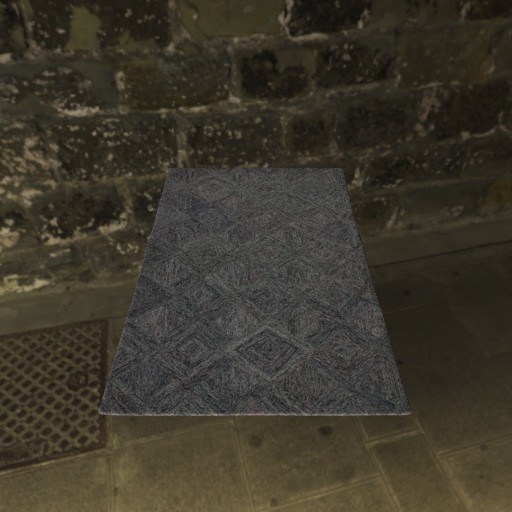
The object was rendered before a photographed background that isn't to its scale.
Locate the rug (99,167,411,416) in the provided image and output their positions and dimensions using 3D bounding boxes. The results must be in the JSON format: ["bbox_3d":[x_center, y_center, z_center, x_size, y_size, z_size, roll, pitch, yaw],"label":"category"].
[{"bbox_3d":[0.000,0.000,2.274,1.158,0.013,1.752,0,42,0],"label":"rug"}]
